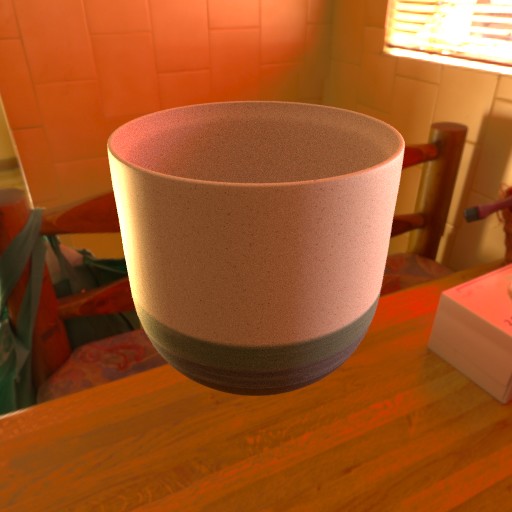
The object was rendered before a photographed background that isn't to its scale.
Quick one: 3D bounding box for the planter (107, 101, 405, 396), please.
[{"bbox_3d":[0.000,0.000,0.480,0.268,0.270,0.268,0,31,0],"label":"planter"}]
